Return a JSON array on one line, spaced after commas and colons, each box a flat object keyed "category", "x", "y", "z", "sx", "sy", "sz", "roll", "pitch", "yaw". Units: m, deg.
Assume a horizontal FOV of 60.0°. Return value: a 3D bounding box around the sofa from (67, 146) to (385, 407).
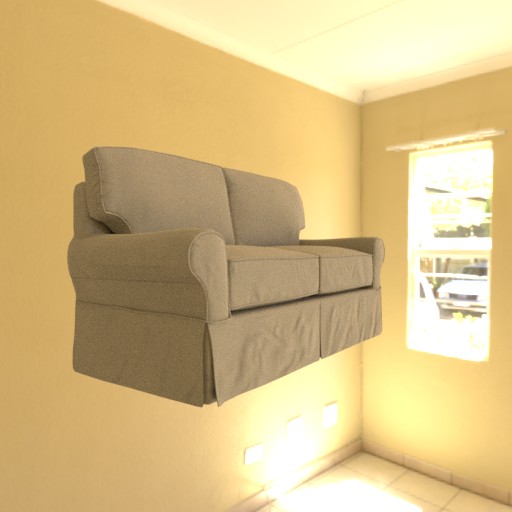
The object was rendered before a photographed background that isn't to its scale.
[{"category": "sofa", "x": 0.000, "y": 0.000, "z": 2.407, "sx": 0.841, "sy": 1.024, "sz": 1.823, "roll": 1, "pitch": 1, "yaw": 36}]
